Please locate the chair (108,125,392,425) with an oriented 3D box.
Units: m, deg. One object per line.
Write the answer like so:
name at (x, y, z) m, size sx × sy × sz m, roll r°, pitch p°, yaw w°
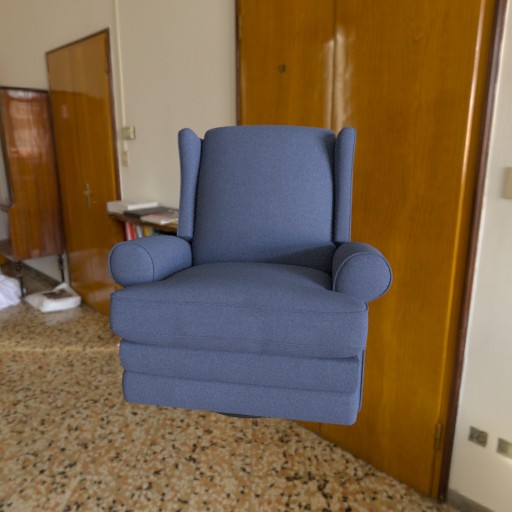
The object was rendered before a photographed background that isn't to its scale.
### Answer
chair at (0.000, 0.000, 1.743) m, size 0.971 × 1.020 × 0.877 m, roll 2°, pitch 14°, yaw 10°
